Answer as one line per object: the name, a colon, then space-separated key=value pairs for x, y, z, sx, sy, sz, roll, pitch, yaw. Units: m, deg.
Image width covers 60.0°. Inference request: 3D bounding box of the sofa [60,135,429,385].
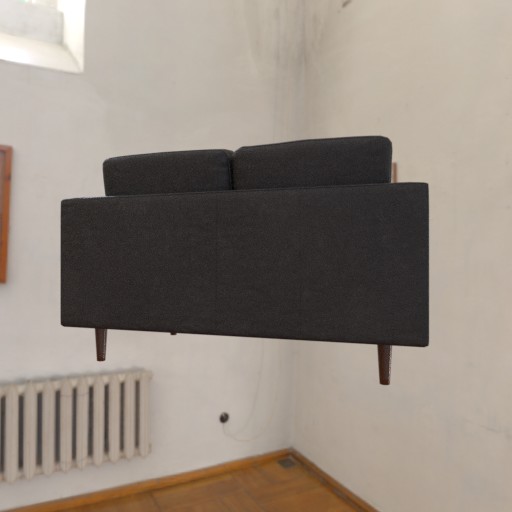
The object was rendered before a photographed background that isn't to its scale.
sofa: x=0.000 y=0.000 z=2.042 sx=1.430 sy=0.899 sz=0.879 roll=0 pitch=0 yaw=17
